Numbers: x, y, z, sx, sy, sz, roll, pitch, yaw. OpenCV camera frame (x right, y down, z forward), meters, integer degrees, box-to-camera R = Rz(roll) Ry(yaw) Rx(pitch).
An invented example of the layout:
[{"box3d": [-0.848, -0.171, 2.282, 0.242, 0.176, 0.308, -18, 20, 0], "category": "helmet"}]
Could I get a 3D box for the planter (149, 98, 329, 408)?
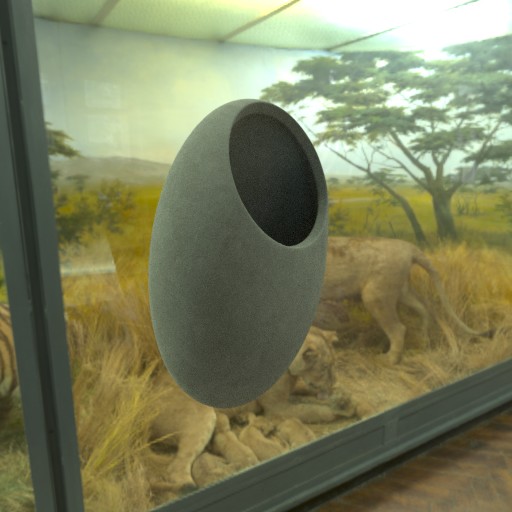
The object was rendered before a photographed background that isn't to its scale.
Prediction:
[{"box3d": [0.000, 0.000, 0.280, 0.071, 0.188, 0.185, 7, 15, 27], "category": "planter"}]
